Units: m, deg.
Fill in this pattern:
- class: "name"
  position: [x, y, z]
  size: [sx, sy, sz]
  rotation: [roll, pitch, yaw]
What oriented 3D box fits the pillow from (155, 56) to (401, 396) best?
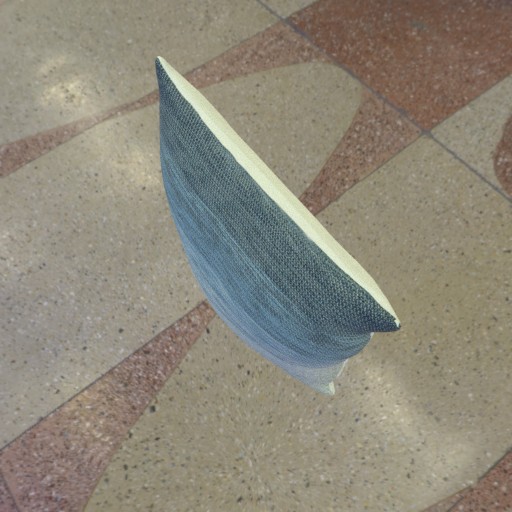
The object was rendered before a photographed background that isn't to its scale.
- class: "pillow"
  position: [0.000, 0.000, 0.670]
  size: [0.182, 0.441, 0.440]
  rotation: [-34, 69, -15]
